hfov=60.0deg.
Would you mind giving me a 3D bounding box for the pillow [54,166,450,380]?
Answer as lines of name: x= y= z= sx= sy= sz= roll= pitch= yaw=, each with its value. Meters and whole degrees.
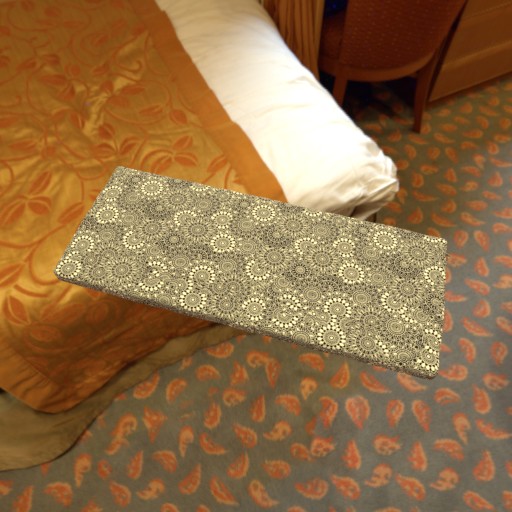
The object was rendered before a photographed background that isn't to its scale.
pillow: x=0.000 y=0.000 z=1.396 sx=1.187 sy=0.081 sz=0.492 roll=14 pitch=59 yaw=8
